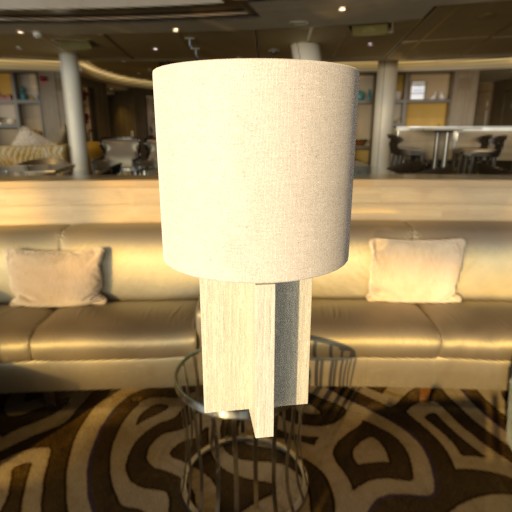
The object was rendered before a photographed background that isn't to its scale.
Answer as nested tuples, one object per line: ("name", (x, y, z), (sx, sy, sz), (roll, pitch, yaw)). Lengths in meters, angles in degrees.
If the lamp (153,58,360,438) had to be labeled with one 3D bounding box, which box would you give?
("lamp", (0.000, 0.000, 0.559), (0.229, 0.428, 0.229), (-2, 16, -8))
